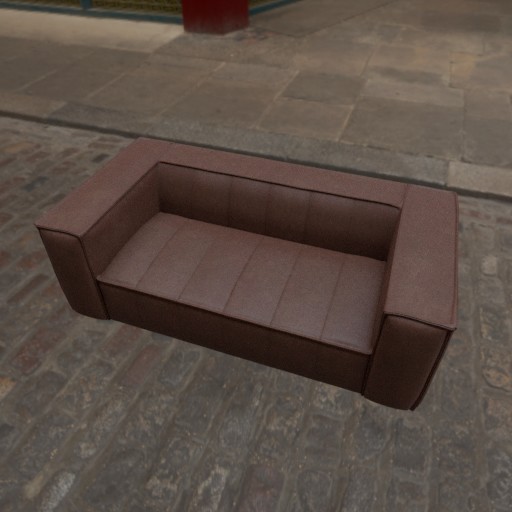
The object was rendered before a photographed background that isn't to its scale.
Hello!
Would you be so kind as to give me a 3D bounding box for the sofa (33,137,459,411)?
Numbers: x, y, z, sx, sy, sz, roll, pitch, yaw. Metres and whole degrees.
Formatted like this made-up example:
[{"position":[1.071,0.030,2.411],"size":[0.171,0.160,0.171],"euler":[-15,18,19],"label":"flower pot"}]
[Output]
[{"position":[0.000,0.000,2.583],"size":[2.088,0.703,1.102],"euler":[13,43,14],"label":"sofa"}]
